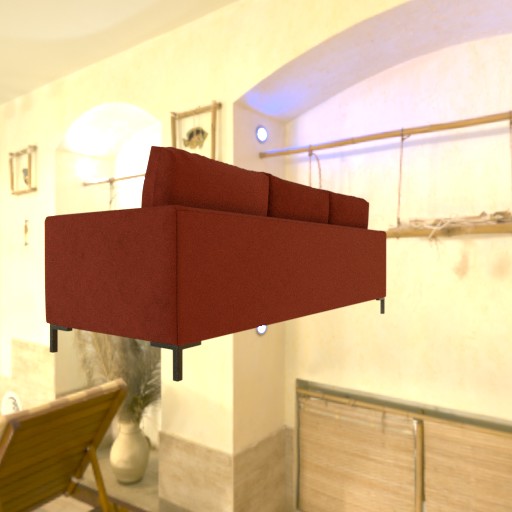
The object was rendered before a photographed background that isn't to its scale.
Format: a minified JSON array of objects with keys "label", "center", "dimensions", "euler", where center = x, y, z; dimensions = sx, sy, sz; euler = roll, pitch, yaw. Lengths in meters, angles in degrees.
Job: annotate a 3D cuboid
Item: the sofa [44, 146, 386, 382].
[{"label":"sofa","center":[0.000,0.000,2.700],"dimensions":[0.875,0.879,2.252],"euler":[0,0,35]}]
